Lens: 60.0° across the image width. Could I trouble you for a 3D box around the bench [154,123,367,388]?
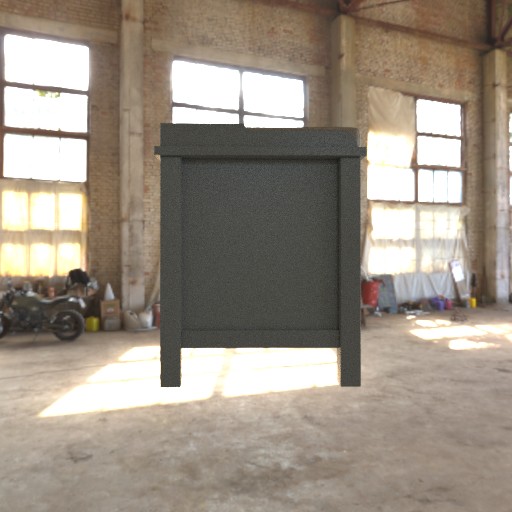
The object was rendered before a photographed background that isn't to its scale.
[{"bbox_3d":[0.000,0.000,1.397,0.398,0.501,1.140,0,0,-1],"label":"bench"}]
